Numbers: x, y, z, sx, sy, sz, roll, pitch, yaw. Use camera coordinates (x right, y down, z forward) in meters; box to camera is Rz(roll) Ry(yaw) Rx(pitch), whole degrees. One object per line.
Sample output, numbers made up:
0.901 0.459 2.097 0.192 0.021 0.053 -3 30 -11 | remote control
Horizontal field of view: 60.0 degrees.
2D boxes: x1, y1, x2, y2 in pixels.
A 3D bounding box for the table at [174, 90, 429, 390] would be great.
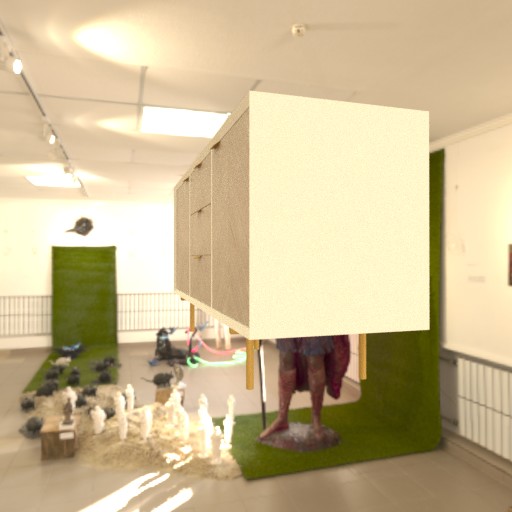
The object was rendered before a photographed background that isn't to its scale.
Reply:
0.000 0.000 1.829 0.508 0.769 1.500 0 0 -17 | table
